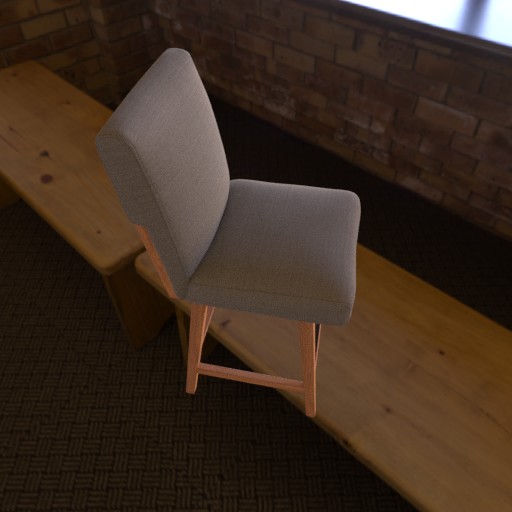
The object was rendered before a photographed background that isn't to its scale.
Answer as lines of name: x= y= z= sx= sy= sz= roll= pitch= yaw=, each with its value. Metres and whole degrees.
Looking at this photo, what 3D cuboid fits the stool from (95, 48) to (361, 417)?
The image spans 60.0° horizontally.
stool: x=0.000 y=0.000 z=1.310 sx=0.570 sy=1.019 sz=0.459 roll=8 pitch=48 yaw=8
